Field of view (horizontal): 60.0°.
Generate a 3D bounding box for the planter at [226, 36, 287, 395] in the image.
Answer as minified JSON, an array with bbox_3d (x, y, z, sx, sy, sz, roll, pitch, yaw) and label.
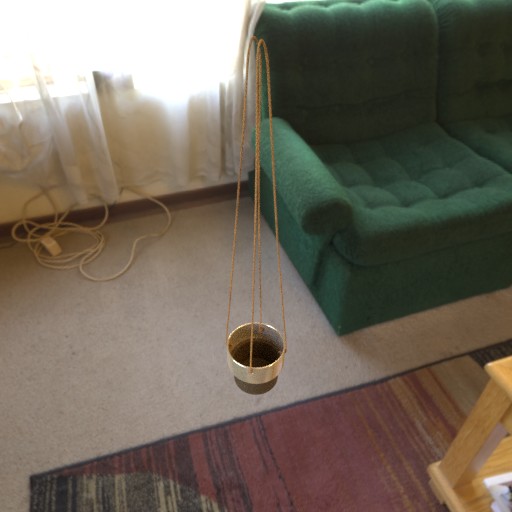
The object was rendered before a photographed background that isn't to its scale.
[{"bbox_3d":[0.000,0.000,1.176,0.187,1.073,0.187,-25,46,-26],"label":"planter"}]
